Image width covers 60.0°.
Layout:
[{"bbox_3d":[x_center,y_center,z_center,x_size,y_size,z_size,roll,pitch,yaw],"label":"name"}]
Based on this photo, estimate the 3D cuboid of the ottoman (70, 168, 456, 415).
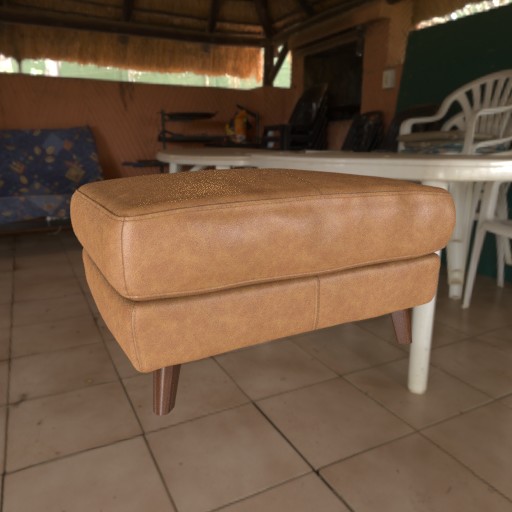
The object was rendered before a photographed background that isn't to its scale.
[{"bbox_3d":[0.000,0.000,1.204,0.869,0.461,0.630,-8,16,-27],"label":"ottoman"}]
